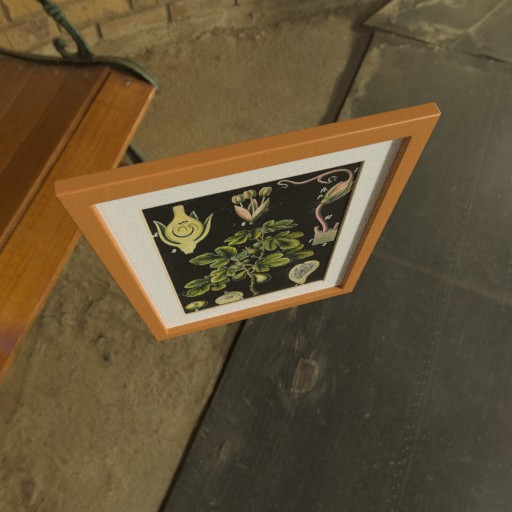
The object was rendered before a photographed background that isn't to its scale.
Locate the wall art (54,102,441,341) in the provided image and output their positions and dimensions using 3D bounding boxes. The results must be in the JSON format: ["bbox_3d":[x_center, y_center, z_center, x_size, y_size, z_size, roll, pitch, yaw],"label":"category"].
[{"bbox_3d":[0.000,0.000,0.515,0.310,0.379,0.015,-14,64,-7],"label":"wall art"}]
